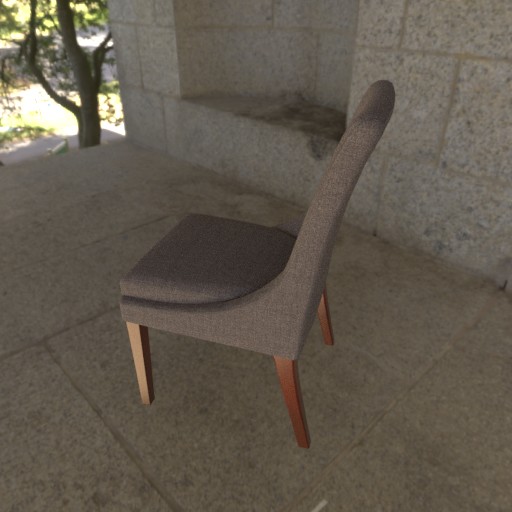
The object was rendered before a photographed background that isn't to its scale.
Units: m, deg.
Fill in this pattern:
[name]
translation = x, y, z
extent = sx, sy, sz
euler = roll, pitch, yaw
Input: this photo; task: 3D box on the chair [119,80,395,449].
[chair]
translation = 0.000, 0.000, 1.315
extent = 0.655, 0.952, 0.508
euler = 9, 32, 15
